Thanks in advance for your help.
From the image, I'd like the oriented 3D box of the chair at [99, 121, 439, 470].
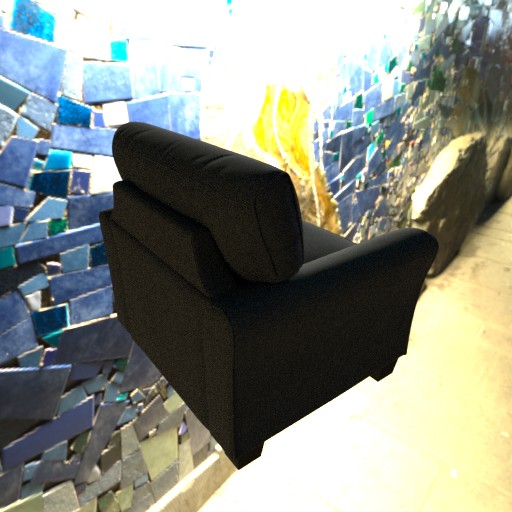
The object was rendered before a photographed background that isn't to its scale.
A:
[{"bbox_3d":[0.000,0.000,1.600,0.816,0.890,0.941,-18,32,-32],"label":"chair"}]
